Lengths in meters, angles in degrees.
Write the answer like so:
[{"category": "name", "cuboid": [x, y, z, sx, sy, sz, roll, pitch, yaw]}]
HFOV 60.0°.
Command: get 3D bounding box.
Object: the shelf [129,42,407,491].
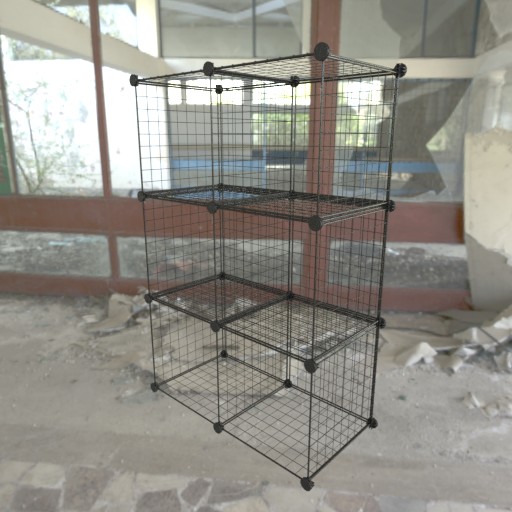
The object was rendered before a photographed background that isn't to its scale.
[{"category": "shelf", "cuboid": [0.000, 0.000, 1.361, 0.711, 1.067, 0.356, 13, 20, 41]}]
